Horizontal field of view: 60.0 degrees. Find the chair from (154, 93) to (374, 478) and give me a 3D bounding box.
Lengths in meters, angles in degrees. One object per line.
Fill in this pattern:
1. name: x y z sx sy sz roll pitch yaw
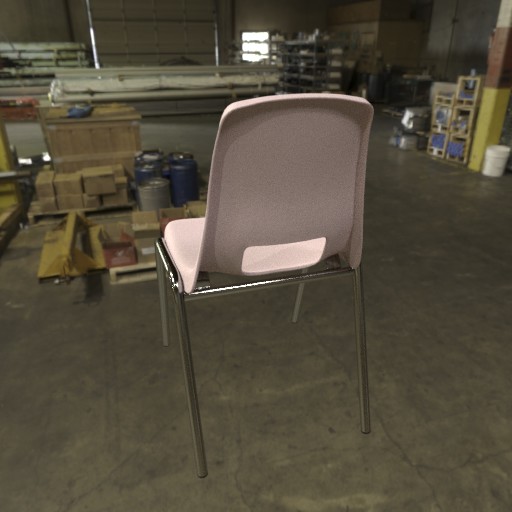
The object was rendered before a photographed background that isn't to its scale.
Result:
1. chair: 0.000 0.000 0.896 0.381 0.653 0.436 -8 26 -16
